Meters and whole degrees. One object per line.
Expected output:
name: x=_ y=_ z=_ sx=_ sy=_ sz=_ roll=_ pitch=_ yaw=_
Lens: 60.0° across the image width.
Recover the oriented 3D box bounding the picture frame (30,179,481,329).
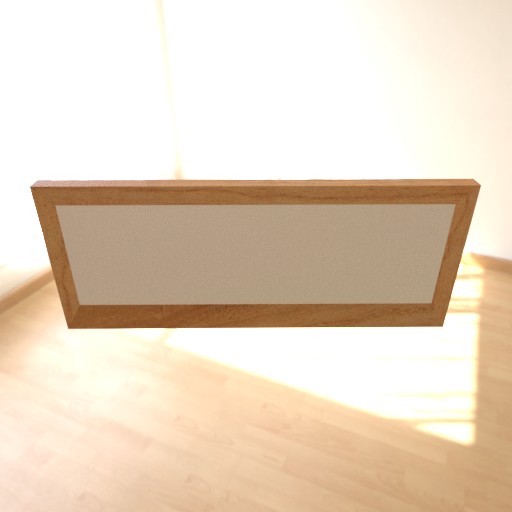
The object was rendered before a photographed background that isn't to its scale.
picture frame: x=0.000 y=0.000 z=0.649 sx=0.582 sy=0.234 sz=0.045 roll=0 pitch=30 yaw=0
